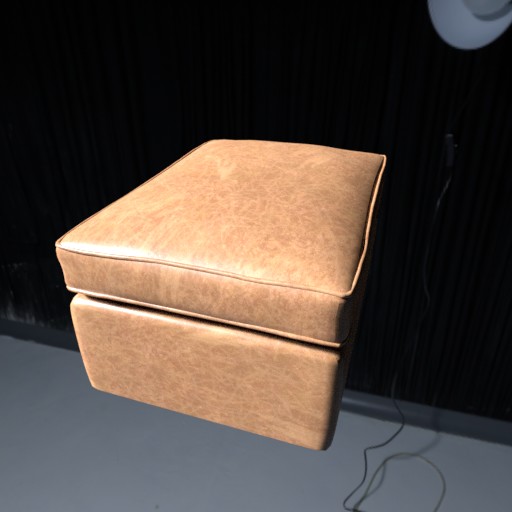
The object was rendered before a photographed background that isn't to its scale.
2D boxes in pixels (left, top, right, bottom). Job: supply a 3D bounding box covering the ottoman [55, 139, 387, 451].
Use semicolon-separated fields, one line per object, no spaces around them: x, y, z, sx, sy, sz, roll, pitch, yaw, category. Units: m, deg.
0.000;0.000;1.117;0.554;0.468;0.756;9;31;16;ottoman
